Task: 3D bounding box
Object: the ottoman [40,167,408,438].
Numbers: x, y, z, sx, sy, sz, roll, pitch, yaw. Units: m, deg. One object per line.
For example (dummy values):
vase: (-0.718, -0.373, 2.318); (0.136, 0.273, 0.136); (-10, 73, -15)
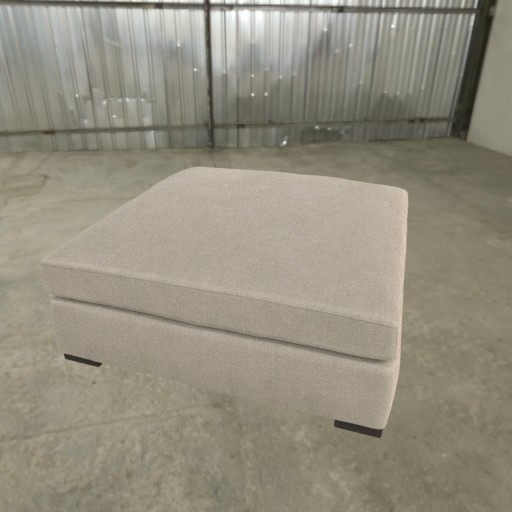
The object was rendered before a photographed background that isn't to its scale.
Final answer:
ottoman: (0.000, 0.000, 1.843); (1.203, 0.517, 1.171); (8, 28, 16)
